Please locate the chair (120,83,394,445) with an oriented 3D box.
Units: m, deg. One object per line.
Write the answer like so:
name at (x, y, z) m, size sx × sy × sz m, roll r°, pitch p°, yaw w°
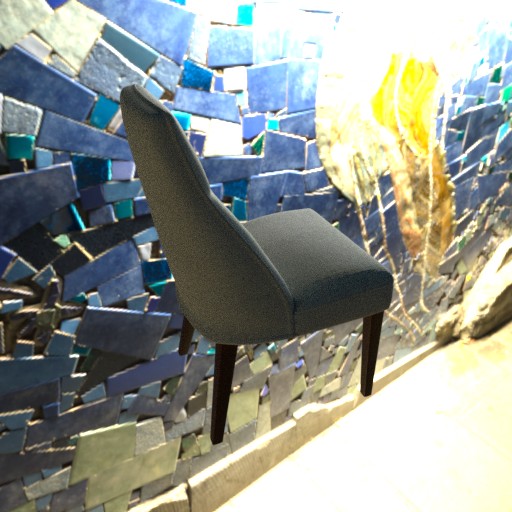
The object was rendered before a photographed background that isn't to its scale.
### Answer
chair at (0.000, 0.000, 1.274) m, size 0.620 × 0.930 × 0.500 m, roll -11°, pitch 32°, yaw -19°
